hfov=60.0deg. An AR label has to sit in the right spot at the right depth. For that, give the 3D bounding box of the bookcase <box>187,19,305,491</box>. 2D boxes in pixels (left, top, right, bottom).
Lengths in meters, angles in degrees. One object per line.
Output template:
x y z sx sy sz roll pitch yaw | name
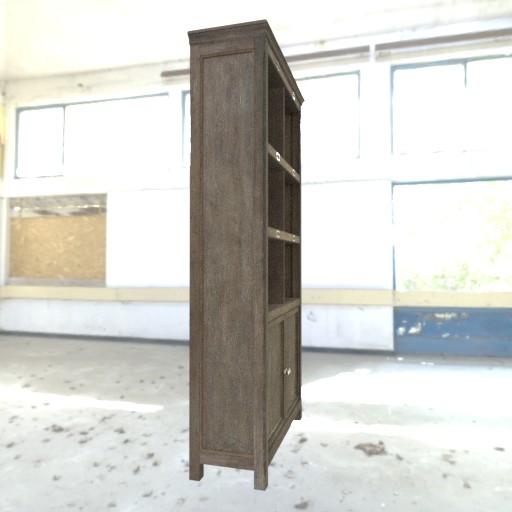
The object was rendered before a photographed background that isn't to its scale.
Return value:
0.000 0.000 2.226 0.348 1.880 0.906 0 -1 16 | bookcase
